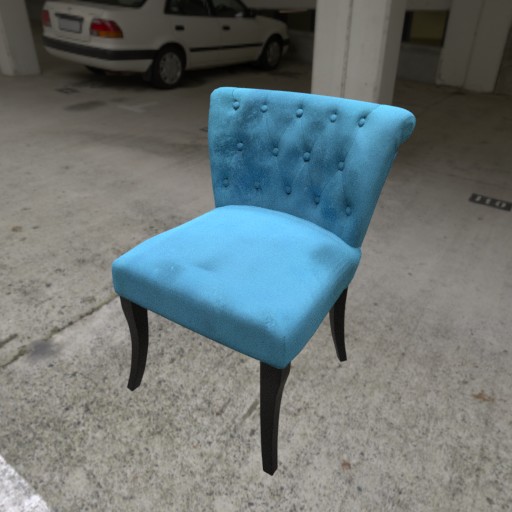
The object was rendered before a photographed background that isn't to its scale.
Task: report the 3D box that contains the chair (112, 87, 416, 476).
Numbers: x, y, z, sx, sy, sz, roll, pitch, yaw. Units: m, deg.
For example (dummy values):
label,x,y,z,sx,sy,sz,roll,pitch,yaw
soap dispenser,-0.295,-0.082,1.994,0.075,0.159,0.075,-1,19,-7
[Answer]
label,x,y,z,sx,sy,sz,roll,pitch,yaw
chair,0.000,0.000,1.184,0.582,0.750,0.605,19,35,29
